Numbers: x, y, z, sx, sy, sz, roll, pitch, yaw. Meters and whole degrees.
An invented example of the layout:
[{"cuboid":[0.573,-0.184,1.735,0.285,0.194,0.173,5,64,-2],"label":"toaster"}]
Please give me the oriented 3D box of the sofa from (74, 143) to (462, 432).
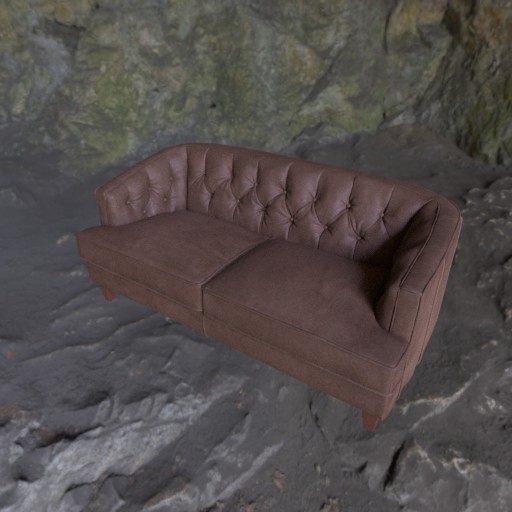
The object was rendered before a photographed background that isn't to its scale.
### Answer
[{"cuboid":[0.000,0.000,2.257,1.767,0.799,0.917,19,35,29],"label":"sofa"}]
